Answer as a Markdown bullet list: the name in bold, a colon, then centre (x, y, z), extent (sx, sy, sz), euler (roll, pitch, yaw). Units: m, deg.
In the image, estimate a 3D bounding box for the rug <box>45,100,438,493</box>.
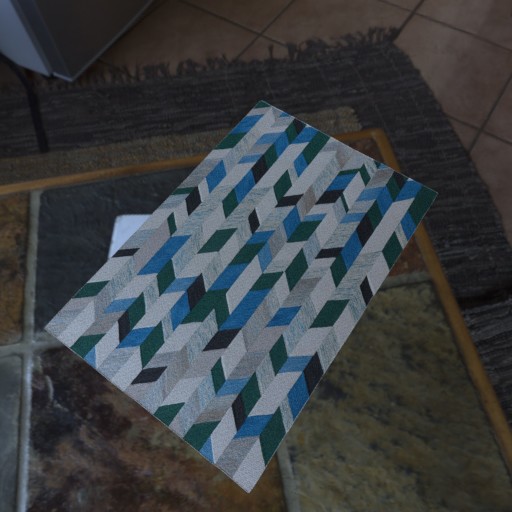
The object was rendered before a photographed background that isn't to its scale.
- **rug**: centre (0.000, 0.000, 2.322), extent (1.229, 0.005, 1.827), euler (33, 68, 15)
